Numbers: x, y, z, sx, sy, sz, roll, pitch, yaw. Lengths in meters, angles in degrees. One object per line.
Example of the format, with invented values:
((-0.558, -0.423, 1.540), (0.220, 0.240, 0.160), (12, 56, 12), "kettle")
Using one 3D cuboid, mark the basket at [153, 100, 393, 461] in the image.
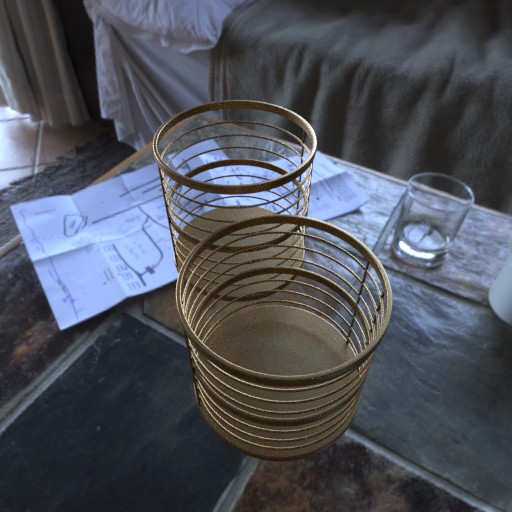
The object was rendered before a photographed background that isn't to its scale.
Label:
((0.000, 0.000, 0.961), (0.356, 0.351, 0.746), (-10, 46, -9), "basket")
